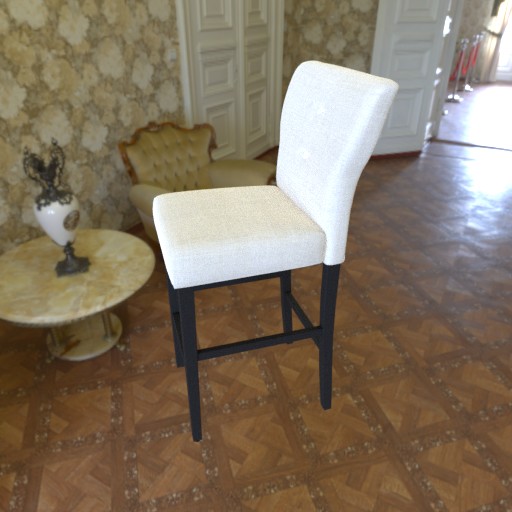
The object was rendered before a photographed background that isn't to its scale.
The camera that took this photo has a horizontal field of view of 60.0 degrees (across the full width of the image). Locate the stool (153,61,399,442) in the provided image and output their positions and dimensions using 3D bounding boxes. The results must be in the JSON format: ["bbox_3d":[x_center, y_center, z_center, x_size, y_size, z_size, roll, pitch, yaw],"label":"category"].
[{"bbox_3d":[0.000,0.000,1.450,0.603,1.124,0.516,-8,30,-15],"label":"stool"}]
